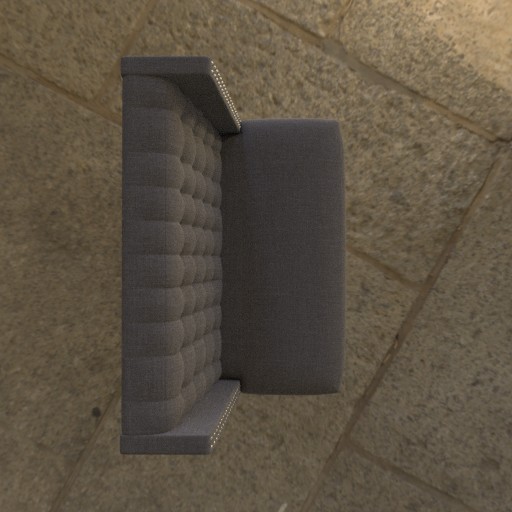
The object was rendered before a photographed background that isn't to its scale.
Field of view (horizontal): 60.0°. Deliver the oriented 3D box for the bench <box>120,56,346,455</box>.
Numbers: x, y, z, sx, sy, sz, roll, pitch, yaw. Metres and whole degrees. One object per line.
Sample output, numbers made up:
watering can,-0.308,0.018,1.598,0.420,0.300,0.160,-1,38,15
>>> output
bench,0.000,0.000,1.936,0.842,1.121,1.276,0,90,0
